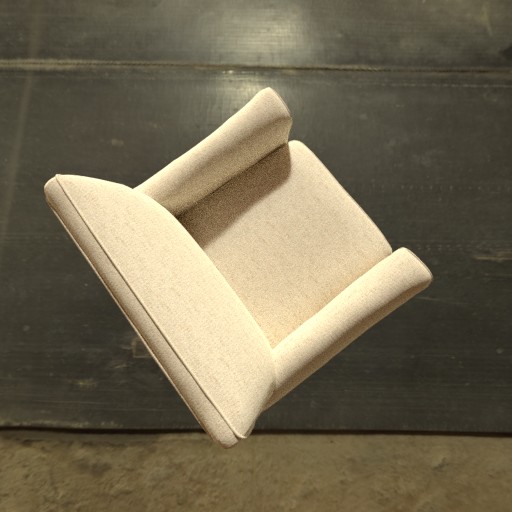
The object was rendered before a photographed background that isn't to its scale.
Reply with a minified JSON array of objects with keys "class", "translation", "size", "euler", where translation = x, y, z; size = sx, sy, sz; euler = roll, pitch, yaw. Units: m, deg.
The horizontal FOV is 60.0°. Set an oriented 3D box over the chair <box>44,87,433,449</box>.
[{"class":"chair","translation":[0.000,0.000,1.575],"size":[0.823,0.943,0.870],"euler":[-36,80,-8]}]
